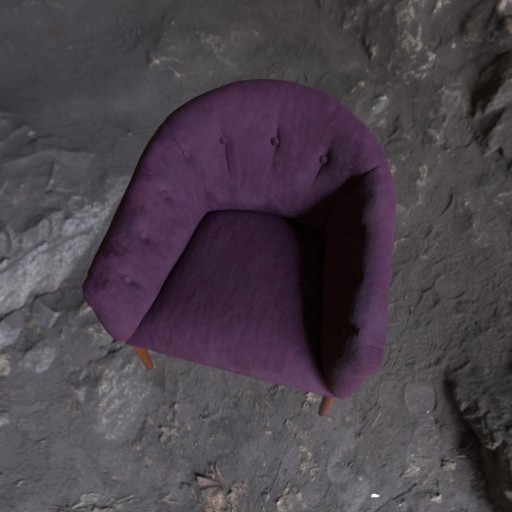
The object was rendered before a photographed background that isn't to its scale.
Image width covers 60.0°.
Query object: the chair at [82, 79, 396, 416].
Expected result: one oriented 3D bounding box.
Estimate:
[{"bbox_3d":[0.000,0.000,1.509,0.851,0.885,0.776,13,59,8],"label":"chair"}]
